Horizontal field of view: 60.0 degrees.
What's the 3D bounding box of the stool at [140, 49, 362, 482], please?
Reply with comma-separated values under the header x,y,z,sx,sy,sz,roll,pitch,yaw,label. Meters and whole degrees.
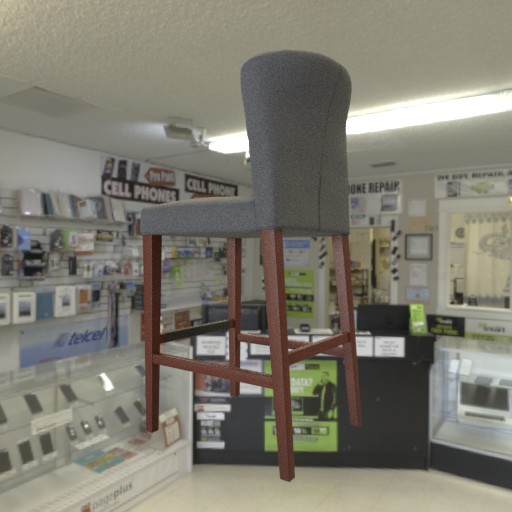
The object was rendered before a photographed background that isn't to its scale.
x,y,z,sx,sy,sz,roll,pitch,yaw,label
0.000,0.000,1.375,0.568,1.069,0.481,0,1,36,stool
